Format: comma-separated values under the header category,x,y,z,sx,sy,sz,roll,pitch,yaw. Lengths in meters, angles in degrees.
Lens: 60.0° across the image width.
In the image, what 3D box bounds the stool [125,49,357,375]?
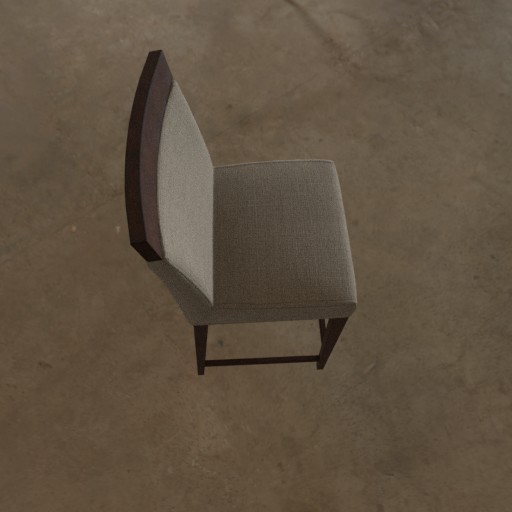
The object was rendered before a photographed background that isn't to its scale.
category,x,y,z,sx,sy,sz,roll,pitch,yaw
stool,0.000,0.000,1.397,0.531,1.117,0.511,-2,63,-1
